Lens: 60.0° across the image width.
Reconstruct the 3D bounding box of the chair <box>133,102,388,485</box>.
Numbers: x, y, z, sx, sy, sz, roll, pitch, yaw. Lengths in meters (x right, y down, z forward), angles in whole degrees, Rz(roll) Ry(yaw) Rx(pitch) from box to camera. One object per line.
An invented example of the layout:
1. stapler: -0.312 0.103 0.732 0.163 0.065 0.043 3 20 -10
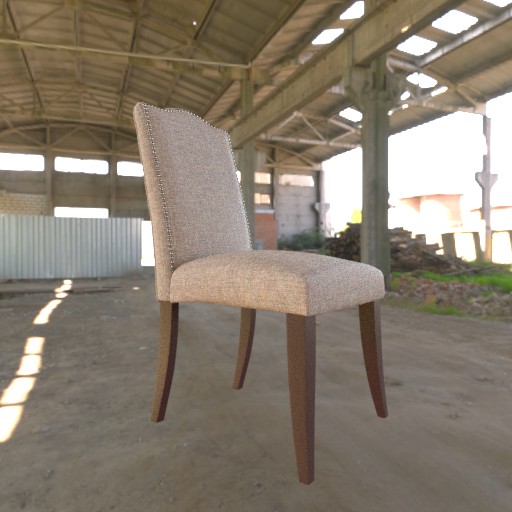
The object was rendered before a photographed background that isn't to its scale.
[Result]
1. chair: 0.000 0.000 1.379 0.660 1.016 0.513 0 1 36
